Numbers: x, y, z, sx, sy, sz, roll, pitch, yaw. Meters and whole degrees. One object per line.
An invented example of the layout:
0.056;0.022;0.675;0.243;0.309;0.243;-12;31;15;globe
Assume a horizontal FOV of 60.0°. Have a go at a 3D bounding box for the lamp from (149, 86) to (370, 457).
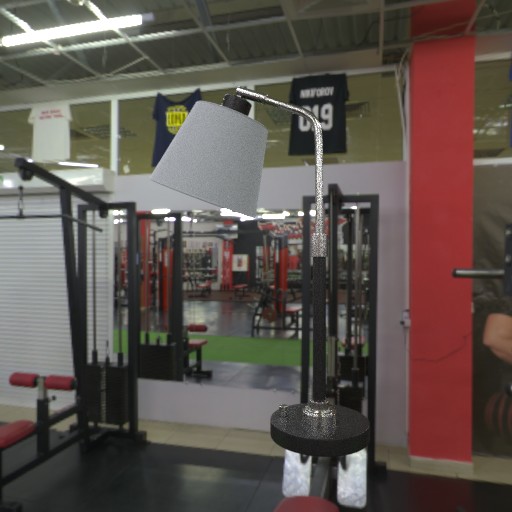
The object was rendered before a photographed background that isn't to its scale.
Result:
0.000;0.000;0.697;0.348;0.539;0.181;0;0;17;lamp
